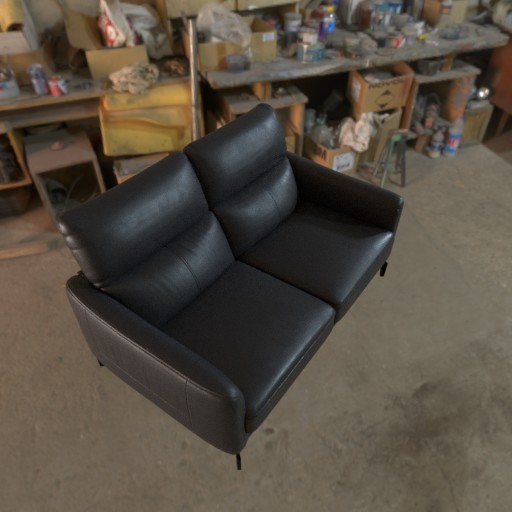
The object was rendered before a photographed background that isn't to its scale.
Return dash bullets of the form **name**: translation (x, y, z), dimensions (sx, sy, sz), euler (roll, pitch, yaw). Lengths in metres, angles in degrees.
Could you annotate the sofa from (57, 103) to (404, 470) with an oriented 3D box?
- **sofa**: translation (0.000, 0.000, 2.206), dimensions (0.958, 0.920, 1.596), euler (26, 47, 26)
